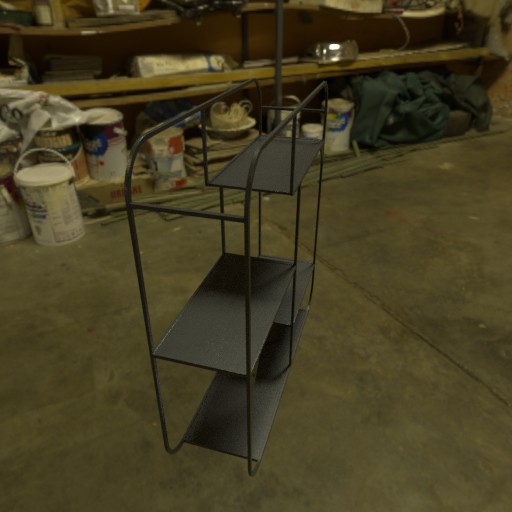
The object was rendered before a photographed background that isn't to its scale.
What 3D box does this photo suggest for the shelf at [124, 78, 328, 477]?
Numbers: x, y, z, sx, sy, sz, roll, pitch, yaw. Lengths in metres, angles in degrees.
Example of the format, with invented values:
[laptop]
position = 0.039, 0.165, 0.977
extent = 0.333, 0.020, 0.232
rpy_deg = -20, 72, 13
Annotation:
[shelf]
position = 0.000, 0.000, 0.895
extent = 0.160, 0.600, 0.600
rpy_deg = 9, 31, 14
